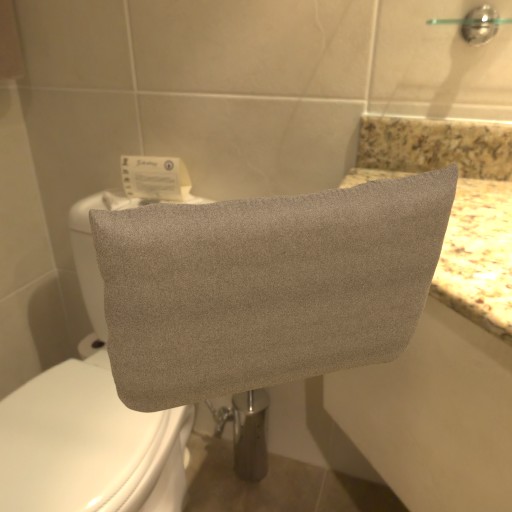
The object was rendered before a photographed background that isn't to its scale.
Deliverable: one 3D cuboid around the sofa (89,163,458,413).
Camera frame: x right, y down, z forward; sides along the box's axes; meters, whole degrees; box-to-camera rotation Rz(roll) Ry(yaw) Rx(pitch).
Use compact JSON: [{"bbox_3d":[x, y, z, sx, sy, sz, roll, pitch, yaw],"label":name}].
[{"bbox_3d":[0.000,0.000,1.720,1.144,0.795,0.847,-8,27,-16],"label":"sofa"}]
